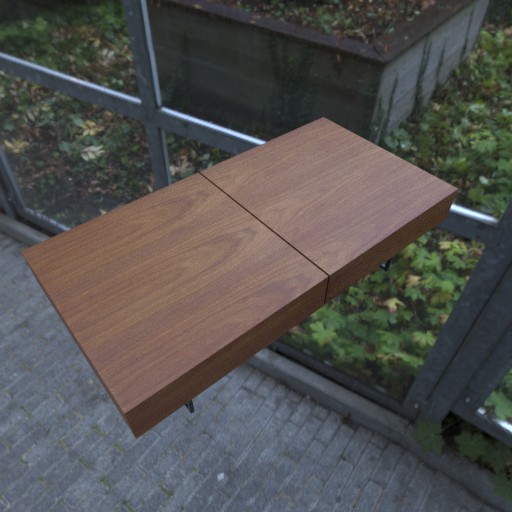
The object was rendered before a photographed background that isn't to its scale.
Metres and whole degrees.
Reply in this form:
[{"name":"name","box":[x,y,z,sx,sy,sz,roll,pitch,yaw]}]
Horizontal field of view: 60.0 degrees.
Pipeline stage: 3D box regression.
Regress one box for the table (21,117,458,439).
[{"name":"table","box":[0.000,0.000,1.452,1.194,0.330,0.610,-30,53,-26]}]
